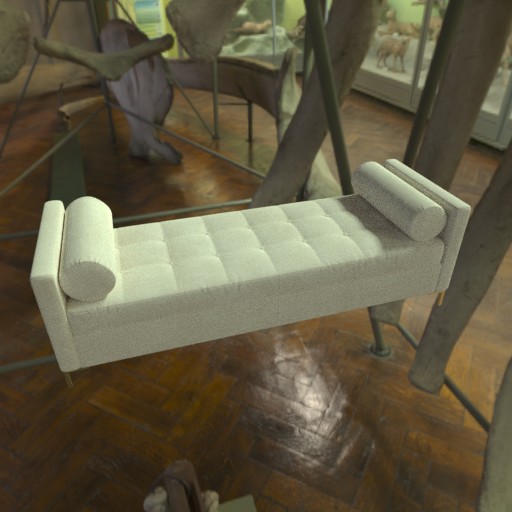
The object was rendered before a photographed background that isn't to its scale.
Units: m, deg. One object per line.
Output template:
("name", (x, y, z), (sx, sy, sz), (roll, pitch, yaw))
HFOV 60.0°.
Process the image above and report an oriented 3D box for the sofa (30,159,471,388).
("sofa", (0.000, 0.000, 2.324), (1.981, 0.635, 0.686), (-10, 34, -14))
